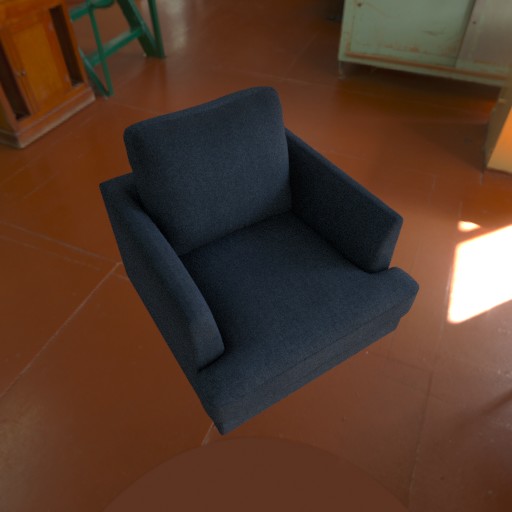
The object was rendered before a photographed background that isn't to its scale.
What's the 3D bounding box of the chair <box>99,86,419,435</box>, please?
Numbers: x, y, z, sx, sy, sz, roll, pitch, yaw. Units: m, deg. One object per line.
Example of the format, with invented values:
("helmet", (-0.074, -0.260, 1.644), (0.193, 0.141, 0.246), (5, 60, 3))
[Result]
("chair", (0.000, 0.000, 1.669), (0.858, 0.957, 0.899), (-25, 51, -22))
